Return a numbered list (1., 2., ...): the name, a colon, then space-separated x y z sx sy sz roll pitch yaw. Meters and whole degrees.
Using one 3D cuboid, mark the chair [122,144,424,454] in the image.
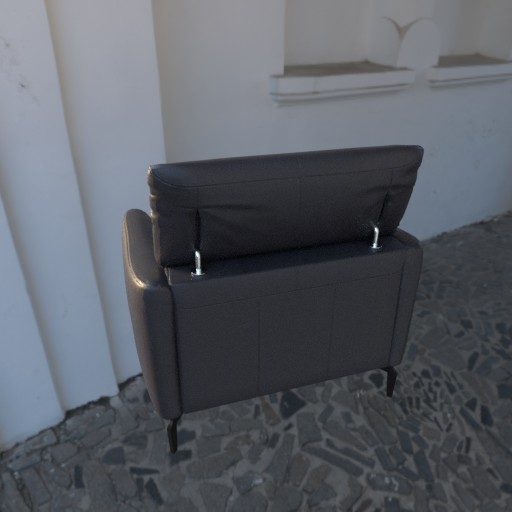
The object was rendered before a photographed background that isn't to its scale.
1. chair: 0.000 0.000 1.696 0.976 0.949 0.809 -8 28 -16
